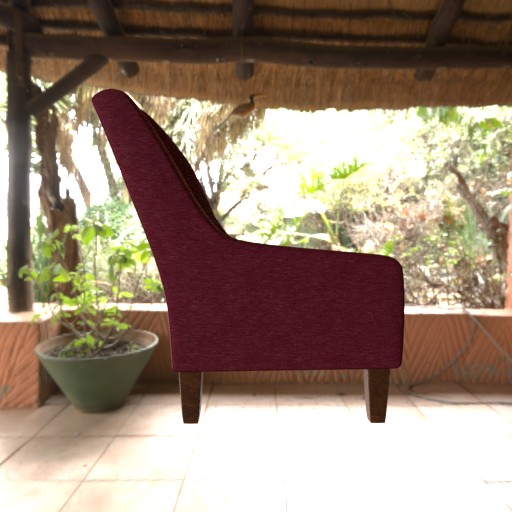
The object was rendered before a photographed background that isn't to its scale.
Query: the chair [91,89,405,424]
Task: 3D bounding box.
[{"bbox_3d":[0.000,0.000,1.699,0.985,1.017,0.793,0,1,0],"label":"chair"}]
